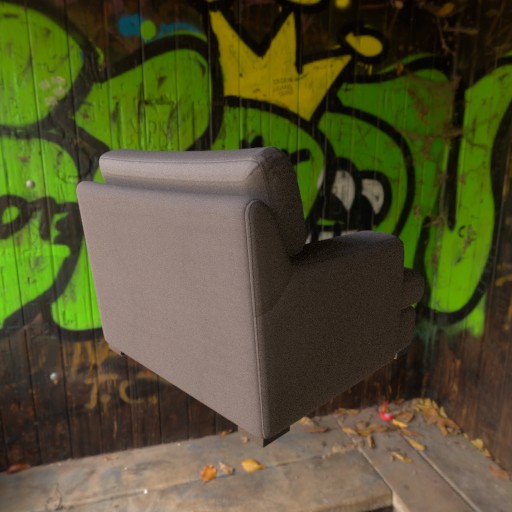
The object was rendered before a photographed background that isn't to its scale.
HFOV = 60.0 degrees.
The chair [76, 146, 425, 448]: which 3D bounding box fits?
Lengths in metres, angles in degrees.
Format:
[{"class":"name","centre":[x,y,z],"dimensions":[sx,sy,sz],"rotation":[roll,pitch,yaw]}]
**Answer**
[{"class":"chair","centre":[0.000,0.000,1.992],"dimensions":[1.143,0.940,1.168],"rotation":[-13,18,-43]}]
